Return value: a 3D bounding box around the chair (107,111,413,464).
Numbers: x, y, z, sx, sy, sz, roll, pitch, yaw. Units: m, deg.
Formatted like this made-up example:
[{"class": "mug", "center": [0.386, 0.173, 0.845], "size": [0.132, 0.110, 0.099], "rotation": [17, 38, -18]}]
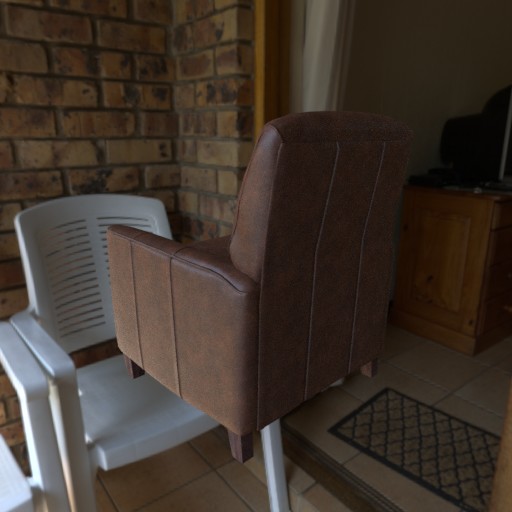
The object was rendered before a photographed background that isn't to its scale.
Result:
[{"class": "chair", "center": [0.000, 0.000, 1.660], "size": [0.839, 1.010, 0.850], "rotation": [-14, 21, -42]}]
